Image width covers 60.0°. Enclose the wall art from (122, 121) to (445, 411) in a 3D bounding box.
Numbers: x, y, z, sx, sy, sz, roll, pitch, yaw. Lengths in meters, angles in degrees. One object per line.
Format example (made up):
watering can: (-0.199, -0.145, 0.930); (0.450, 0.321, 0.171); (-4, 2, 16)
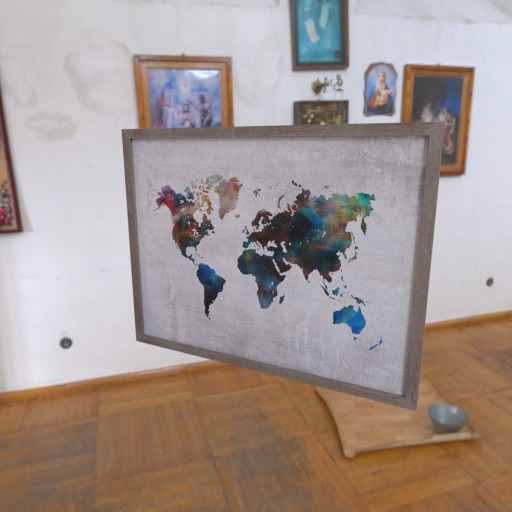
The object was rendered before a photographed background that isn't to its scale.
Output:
wall art: (0.000, 0.000, 1.376); (1.012, 0.774, 0.019); (7, 15, 26)
